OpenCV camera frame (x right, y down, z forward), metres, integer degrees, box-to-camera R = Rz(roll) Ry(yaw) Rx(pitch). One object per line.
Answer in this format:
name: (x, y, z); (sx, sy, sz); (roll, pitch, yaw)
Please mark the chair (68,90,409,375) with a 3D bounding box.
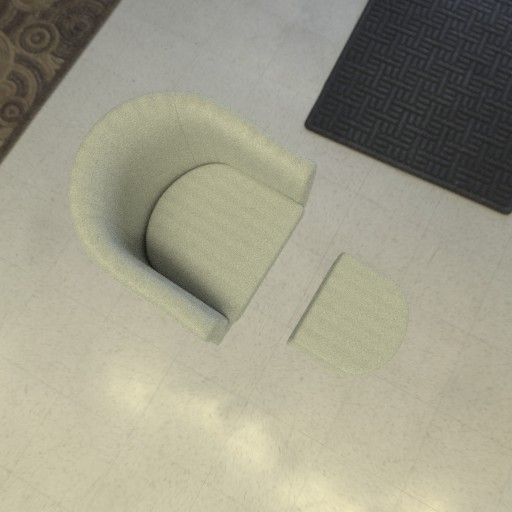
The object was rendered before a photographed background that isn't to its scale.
chair: (0.000, 0.000, 1.728); (1.288, 0.757, 0.756); (31, 78, 7)
